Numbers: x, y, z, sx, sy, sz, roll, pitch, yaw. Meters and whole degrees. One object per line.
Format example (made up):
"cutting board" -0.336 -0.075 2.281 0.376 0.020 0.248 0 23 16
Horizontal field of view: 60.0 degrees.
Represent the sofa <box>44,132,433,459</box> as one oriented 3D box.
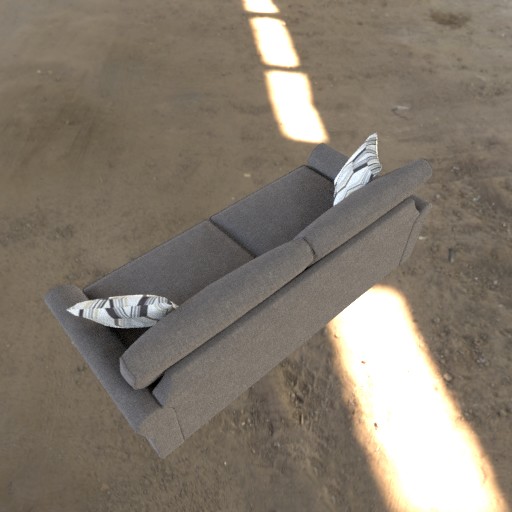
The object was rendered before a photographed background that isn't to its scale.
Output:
"sofa" 0.000 0.000 2.463 2.032 0.813 0.889 -33 55 -27
